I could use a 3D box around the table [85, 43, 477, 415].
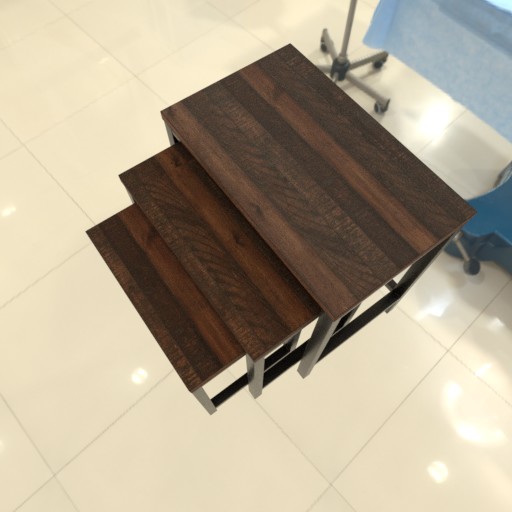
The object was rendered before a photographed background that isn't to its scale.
[{"bbox_3d":[0.000,0.000,1.188,0.660,0.616,0.608,-34,69,-15],"label":"table"}]
